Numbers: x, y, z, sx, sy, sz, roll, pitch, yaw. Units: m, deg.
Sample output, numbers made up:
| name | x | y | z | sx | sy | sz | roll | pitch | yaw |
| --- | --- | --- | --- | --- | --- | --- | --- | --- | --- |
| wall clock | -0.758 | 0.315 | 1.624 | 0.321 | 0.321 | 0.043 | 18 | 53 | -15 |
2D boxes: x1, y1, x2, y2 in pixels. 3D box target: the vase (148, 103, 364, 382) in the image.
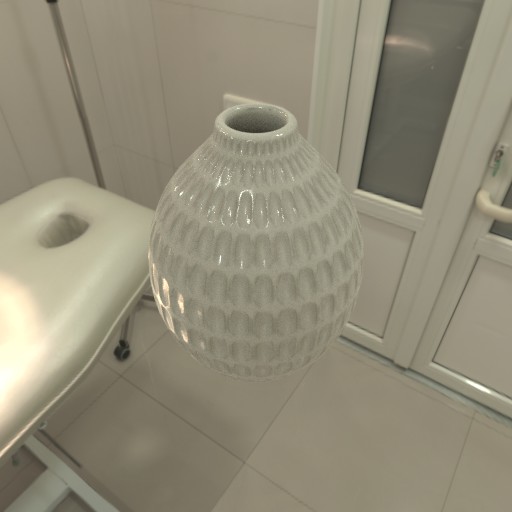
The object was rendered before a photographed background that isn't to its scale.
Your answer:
| name | x | y | z | sx | sy | sz | roll | pitch | yaw |
| --- | --- | --- | --- | --- | --- | --- | --- | --- | --- |
| vase | 0.000 | 0.000 | 0.341 | 0.162 | 0.223 | 0.162 | 0 | 42 | 0 |
